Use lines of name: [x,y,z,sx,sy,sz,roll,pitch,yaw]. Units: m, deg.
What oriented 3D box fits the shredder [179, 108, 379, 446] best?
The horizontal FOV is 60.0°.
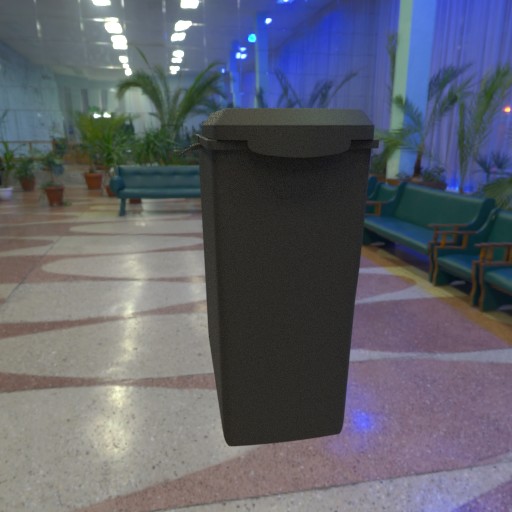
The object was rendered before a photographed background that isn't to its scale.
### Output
shredder: [0.000,0.000,0.530,0.170,0.335,0.320,-3,17,-9]
